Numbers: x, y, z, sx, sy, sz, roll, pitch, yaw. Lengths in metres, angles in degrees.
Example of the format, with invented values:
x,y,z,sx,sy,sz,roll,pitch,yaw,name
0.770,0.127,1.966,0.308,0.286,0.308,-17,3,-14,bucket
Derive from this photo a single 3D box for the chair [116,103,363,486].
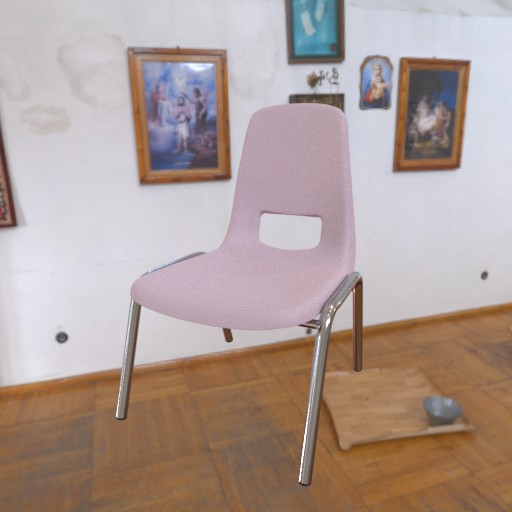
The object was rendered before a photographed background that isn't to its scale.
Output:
x,y,z,sx,sy,sz,roll,pitch,yaw,name
0.000,0.000,0.783,0.354,0.536,0.385,7,16,26,chair
